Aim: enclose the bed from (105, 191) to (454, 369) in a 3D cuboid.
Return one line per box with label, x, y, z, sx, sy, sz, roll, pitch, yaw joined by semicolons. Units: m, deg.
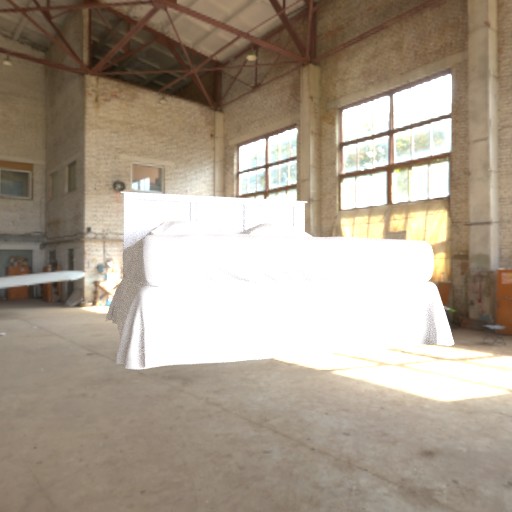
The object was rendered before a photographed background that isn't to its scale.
bed;0.000;0.000;3.658;2.317;1.273;2.215;0;-1;-20
